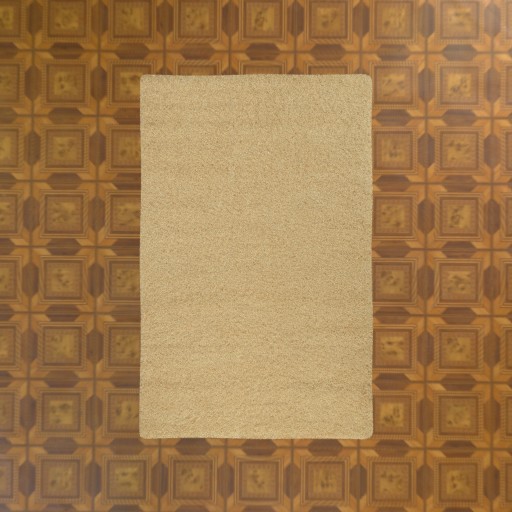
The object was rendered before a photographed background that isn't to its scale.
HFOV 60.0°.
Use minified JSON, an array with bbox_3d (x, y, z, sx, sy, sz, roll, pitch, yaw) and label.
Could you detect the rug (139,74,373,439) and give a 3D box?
[{"bbox_3d":[0.000,0.000,2.865,1.500,0.026,2.349,0,90,0],"label":"rug"}]
